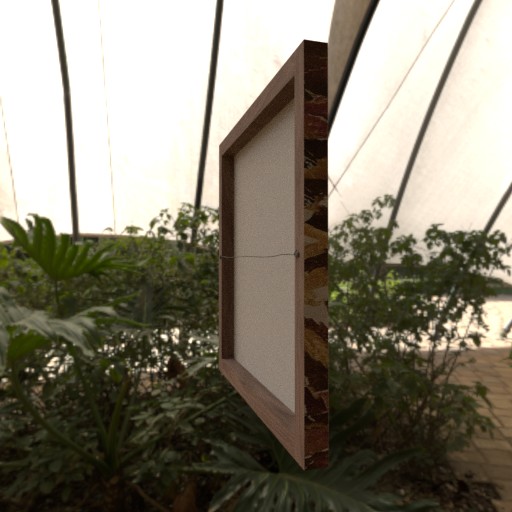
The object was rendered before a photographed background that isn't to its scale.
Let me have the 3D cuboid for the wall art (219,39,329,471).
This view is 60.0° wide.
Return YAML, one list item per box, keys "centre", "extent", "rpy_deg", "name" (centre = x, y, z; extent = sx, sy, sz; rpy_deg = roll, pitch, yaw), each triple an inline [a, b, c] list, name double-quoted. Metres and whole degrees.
- centre: [0.000, 0.000, 0.926]
  extent: [0.041, 0.613, 0.609]
  rpy_deg: [0, -1, -16]
  name: "wall art"
